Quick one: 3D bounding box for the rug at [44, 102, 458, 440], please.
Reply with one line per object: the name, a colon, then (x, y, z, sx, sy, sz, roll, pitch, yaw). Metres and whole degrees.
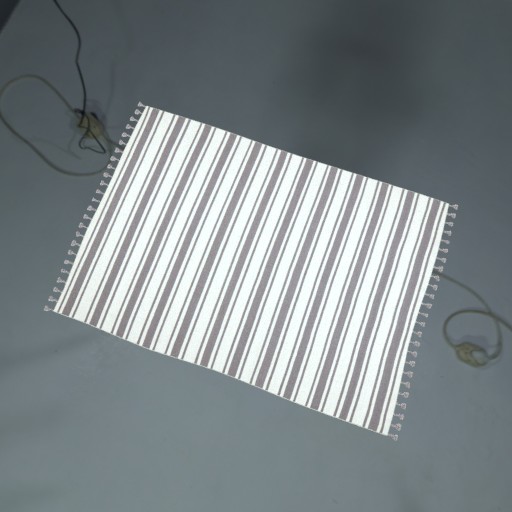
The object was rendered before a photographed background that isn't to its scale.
rug: (0.000, 0.000, 3.744, 3.040, 0.017, 2.030, 19, 77, 4)
